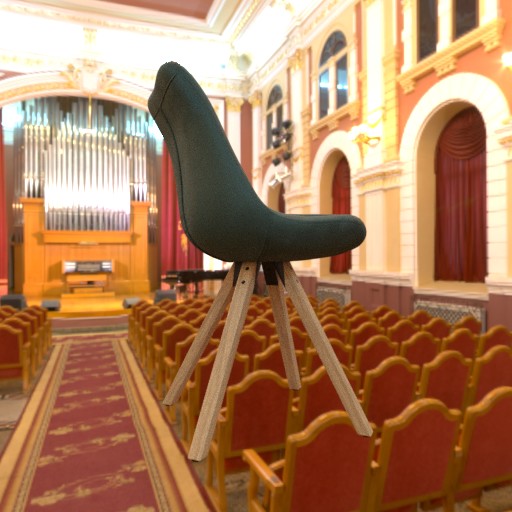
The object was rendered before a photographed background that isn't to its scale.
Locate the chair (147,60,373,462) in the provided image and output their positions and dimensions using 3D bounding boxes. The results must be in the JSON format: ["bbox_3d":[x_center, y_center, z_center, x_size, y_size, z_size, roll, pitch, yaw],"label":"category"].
[{"bbox_3d":[0.000,0.000,1.186,0.547,0.865,0.483,0,0,-20],"label":"chair"}]
